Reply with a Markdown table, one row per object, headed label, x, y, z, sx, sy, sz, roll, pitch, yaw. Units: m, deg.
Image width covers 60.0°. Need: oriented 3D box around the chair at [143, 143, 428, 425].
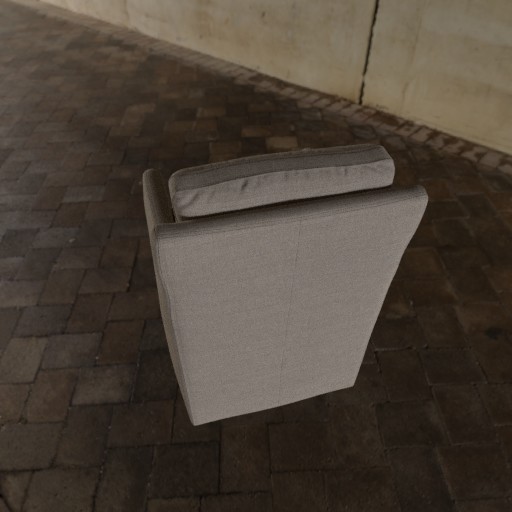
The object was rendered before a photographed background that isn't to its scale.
| label | x | y | z | sx | sy | sz | roll | pitch | yaw |
| --- | --- | --- | --- | --- | --- | --- | --- | --- | --- |
| chair | 0.000 | 0.000 | 1.388 | 0.626 | 0.914 | 0.694 | -10 | 43 | -11 |
